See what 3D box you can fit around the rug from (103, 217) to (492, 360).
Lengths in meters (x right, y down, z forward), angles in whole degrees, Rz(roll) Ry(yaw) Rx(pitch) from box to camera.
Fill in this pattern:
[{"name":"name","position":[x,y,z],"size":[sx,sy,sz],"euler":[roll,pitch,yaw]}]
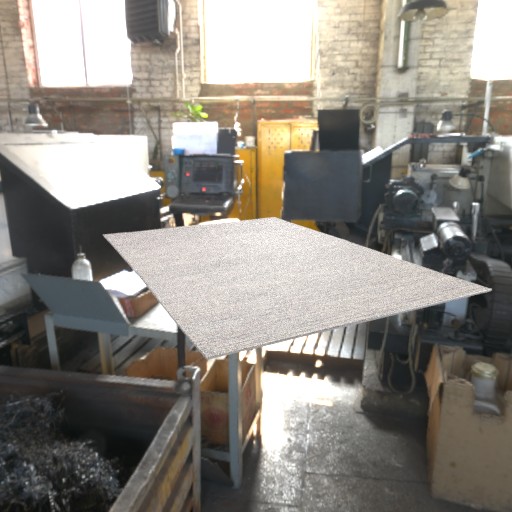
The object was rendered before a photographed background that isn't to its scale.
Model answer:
[{"name":"rug","position":[0.000,0.000,2.952],"size":[1.604,0.030,2.307],"euler":[-8,17,-26]}]
